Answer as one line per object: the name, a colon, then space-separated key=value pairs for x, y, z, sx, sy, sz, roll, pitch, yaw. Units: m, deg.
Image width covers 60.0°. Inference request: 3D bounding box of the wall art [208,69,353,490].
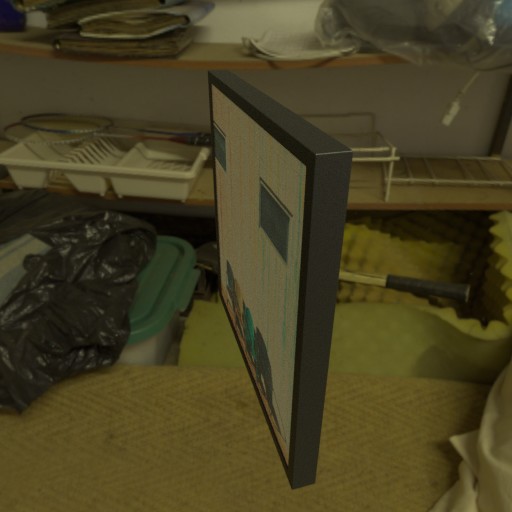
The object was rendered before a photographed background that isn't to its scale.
wall art: x=0.000 y=0.000 z=0.735 sx=0.037 sy=0.506 sz=0.506 roll=-8 pitch=32 yaw=-14
